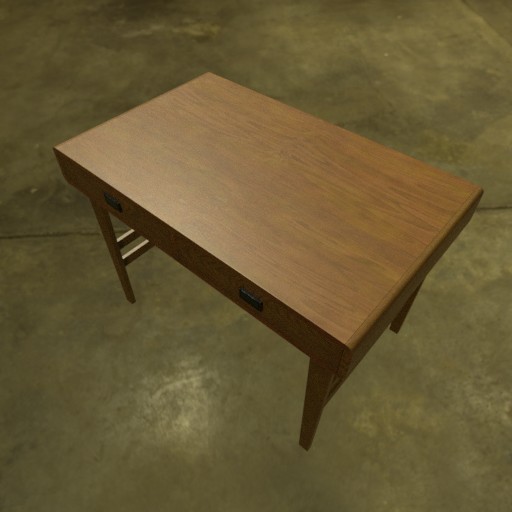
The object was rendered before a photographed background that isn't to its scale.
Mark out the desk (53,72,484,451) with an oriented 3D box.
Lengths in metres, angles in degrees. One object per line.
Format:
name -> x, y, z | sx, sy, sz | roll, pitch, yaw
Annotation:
desk -> 0.000, 0.000, 1.540 | 1.066, 0.754, 0.660 | 33, 55, 26
